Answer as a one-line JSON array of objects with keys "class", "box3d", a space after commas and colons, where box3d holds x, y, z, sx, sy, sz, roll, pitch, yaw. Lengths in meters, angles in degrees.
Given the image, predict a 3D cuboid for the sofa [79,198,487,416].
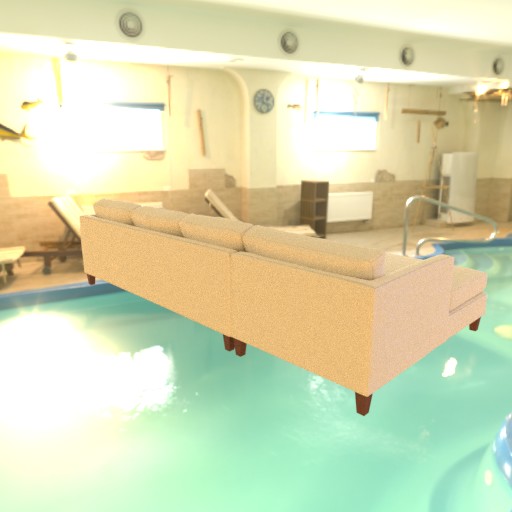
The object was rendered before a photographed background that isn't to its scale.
[{"class": "sofa", "box3d": [0.000, 0.000, 3.738, 1.625, 0.846, 3.186, -13, 19, -43]}]
